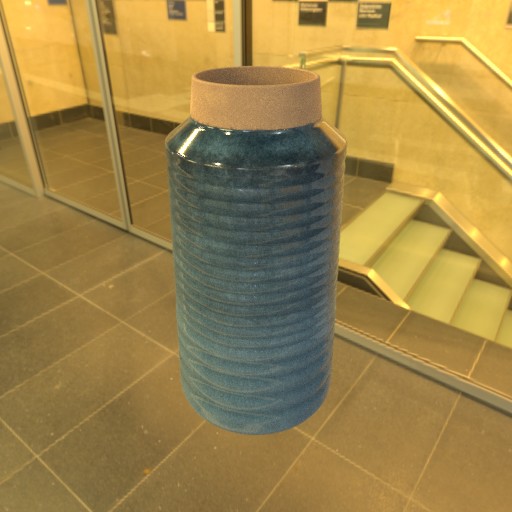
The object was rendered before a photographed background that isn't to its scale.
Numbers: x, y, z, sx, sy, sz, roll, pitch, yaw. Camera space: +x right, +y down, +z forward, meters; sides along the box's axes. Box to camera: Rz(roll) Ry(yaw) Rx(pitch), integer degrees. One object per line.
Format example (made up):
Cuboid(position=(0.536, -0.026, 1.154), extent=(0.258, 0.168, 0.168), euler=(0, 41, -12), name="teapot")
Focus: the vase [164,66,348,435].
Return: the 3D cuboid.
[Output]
Cuboid(position=(0.000, 0.000, 0.413), extent=(0.163, 0.316, 0.163), euler=(0, 31, 0), name="vase")
